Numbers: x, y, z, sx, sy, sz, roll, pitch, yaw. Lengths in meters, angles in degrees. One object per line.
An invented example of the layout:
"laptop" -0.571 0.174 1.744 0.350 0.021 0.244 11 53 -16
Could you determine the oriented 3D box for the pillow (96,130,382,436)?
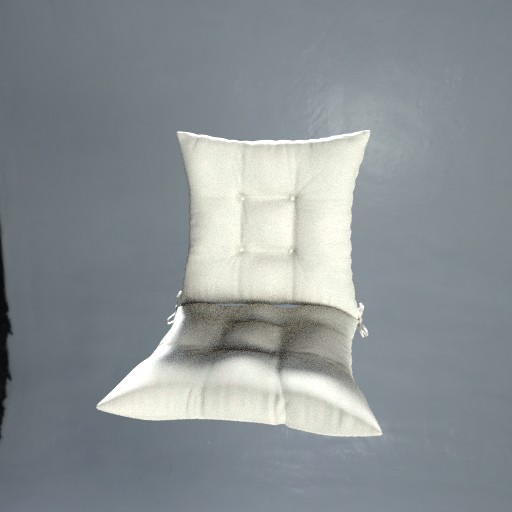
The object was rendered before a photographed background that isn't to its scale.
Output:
"pillow" 0.000 0.000 0.980 0.541 0.536 0.585 2 16 8
